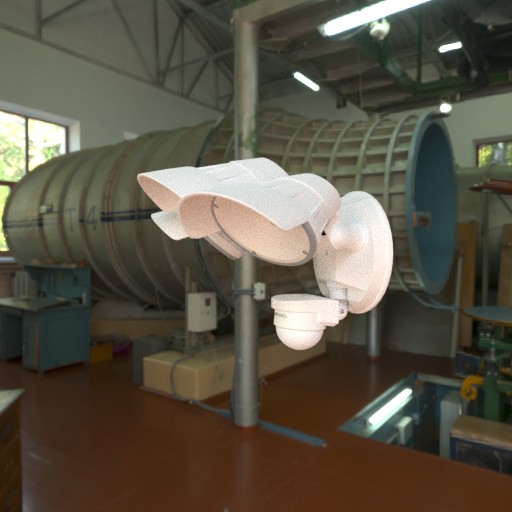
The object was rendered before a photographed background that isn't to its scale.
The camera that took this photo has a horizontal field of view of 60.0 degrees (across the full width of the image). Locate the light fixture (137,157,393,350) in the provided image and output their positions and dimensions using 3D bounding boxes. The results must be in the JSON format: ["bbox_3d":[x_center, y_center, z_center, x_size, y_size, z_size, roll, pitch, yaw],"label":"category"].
[{"bbox_3d":[0.000,0.000,0.539,0.278,0.237,0.369,0,1,-20],"label":"light fixture"}]
